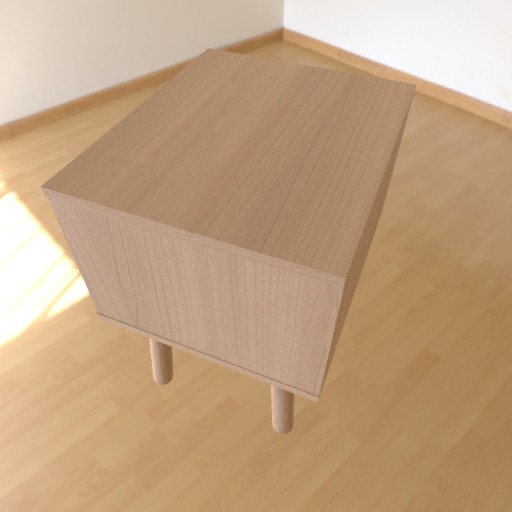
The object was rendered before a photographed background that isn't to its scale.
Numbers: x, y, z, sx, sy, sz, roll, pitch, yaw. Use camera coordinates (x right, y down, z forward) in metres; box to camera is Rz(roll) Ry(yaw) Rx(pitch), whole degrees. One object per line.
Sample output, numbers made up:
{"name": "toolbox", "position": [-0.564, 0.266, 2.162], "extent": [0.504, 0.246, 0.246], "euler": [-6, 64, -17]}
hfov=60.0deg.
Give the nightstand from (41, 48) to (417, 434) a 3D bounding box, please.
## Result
{"name": "nightstand", "position": [0.000, 0.000, 0.824], "extent": [0.380, 0.530, 0.450], "euler": [17, 49, 15]}
